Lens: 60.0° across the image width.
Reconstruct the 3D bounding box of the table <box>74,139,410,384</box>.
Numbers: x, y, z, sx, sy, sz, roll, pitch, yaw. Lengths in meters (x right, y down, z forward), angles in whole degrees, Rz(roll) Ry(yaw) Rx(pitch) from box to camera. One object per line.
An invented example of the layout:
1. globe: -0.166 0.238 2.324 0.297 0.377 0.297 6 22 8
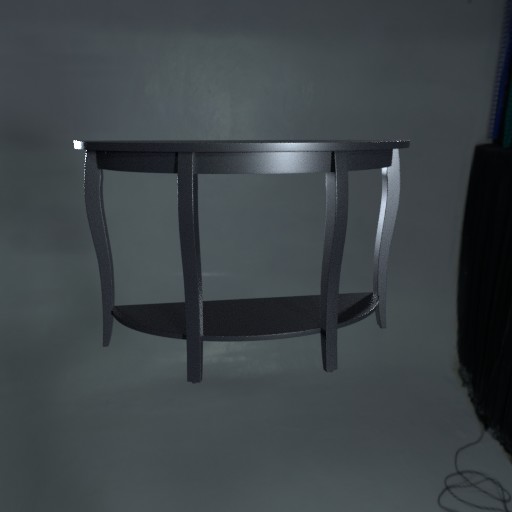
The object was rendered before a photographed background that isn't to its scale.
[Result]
1. table: 0.000 0.000 1.557 1.219 0.780 0.394 -2 16 -8
